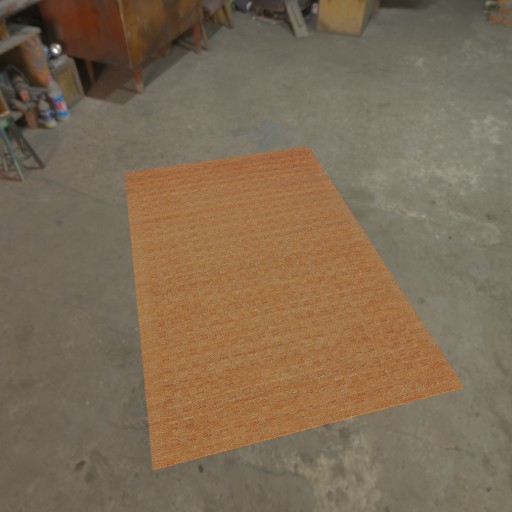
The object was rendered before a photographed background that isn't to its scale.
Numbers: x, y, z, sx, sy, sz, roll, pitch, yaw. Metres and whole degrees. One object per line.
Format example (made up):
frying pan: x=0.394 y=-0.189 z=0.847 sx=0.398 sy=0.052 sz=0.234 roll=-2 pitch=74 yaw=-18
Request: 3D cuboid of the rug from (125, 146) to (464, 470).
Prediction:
rug: x=0.000 y=0.000 z=2.831 sx=1.524 sy=0.006 sz=2.285 roll=-11 pitch=46 yaw=-10
